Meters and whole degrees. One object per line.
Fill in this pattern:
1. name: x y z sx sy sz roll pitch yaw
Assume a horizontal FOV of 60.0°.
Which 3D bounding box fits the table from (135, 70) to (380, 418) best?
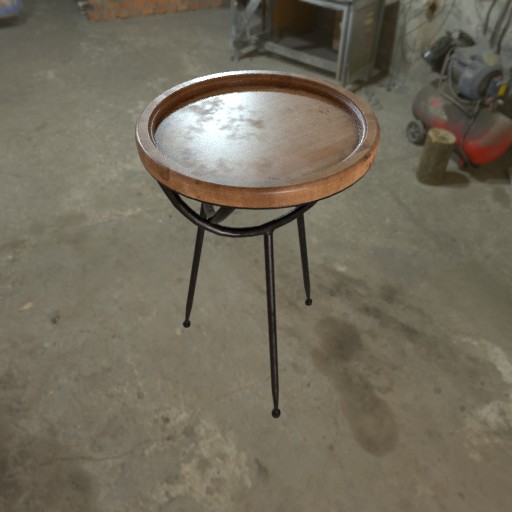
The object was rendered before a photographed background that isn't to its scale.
1. table: 0.000 0.000 0.985 0.418 0.664 0.414 22 49 21
